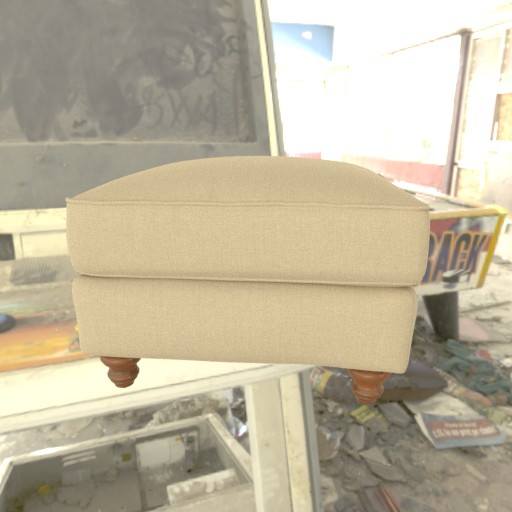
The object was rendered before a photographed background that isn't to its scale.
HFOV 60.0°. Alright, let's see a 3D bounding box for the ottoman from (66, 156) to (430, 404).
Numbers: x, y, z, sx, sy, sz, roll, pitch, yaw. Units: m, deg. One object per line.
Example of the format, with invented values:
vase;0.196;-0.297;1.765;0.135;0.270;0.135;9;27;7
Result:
ottoman;0.000;0.000;1.156;0.716;0.505;0.662;2;16;6
